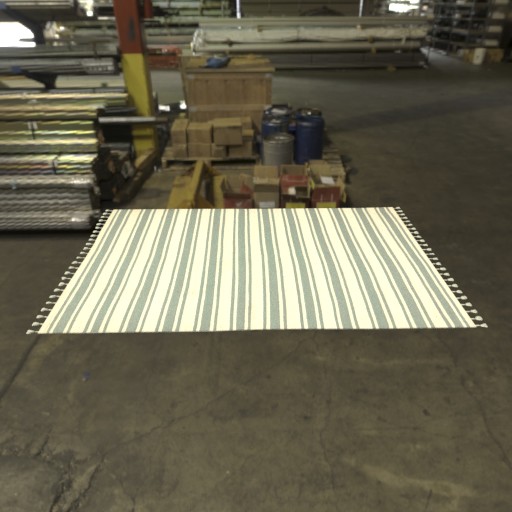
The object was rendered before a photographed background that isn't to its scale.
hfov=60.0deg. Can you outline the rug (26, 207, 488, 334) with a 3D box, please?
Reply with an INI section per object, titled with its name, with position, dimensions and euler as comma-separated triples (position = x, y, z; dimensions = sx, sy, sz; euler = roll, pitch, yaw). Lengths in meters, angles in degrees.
[rug]
position = 0.000, 0.000, 2.961
dimensions = 2.410, 0.011, 1.539
euler = -1, 30, -1
